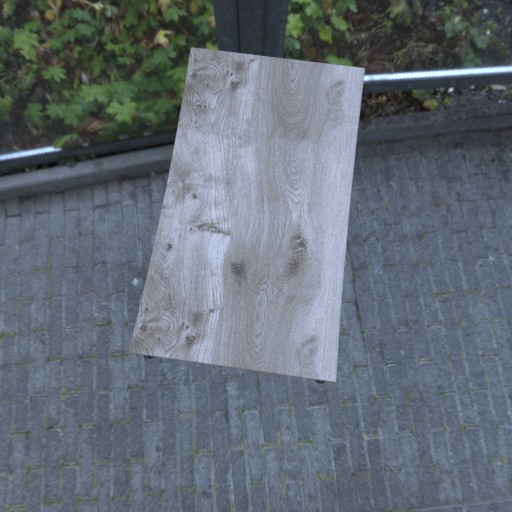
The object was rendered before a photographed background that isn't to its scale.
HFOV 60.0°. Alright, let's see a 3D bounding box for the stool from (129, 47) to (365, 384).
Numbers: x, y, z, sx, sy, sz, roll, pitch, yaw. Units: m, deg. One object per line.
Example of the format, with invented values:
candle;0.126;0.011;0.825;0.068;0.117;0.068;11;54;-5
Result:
stool;0.000;0.000;0.896;0.330;0.635;0.450;8;76;2
